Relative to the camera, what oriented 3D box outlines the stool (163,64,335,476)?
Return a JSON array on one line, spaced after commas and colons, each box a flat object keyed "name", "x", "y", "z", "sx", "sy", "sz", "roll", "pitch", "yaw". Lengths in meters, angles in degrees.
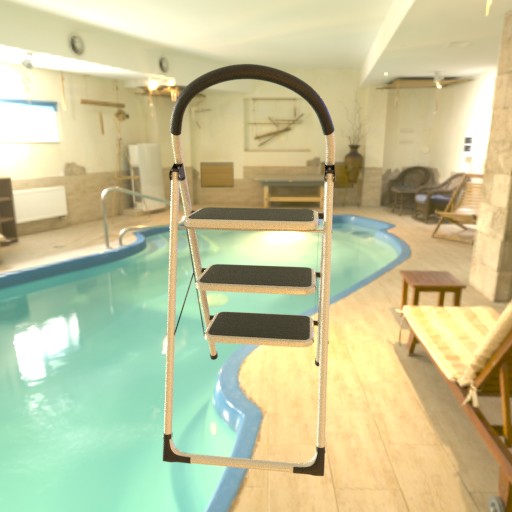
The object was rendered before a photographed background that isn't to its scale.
[{"name": "stool", "x": 0.000, "y": 0.000, "z": 1.463, "sx": 0.485, "sy": 1.109, "sz": 0.676, "roll": 2, "pitch": 15, "yaw": 7}]
